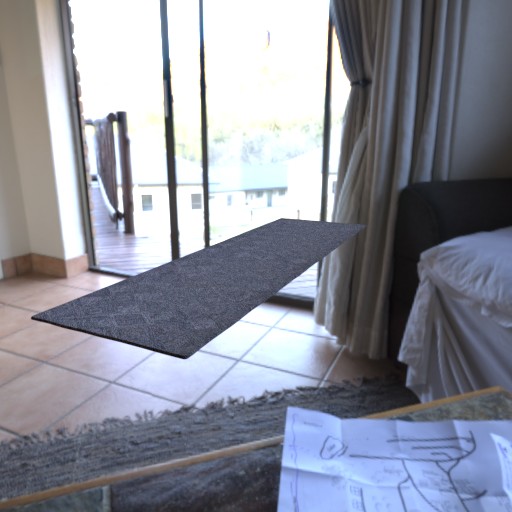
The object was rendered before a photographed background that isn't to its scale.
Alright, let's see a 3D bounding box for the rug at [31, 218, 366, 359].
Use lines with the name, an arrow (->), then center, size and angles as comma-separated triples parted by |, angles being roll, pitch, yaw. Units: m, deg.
rug -> 0.000, 0.000, 2.451 | 0.691, 0.011, 2.296 | 7, 17, 26
